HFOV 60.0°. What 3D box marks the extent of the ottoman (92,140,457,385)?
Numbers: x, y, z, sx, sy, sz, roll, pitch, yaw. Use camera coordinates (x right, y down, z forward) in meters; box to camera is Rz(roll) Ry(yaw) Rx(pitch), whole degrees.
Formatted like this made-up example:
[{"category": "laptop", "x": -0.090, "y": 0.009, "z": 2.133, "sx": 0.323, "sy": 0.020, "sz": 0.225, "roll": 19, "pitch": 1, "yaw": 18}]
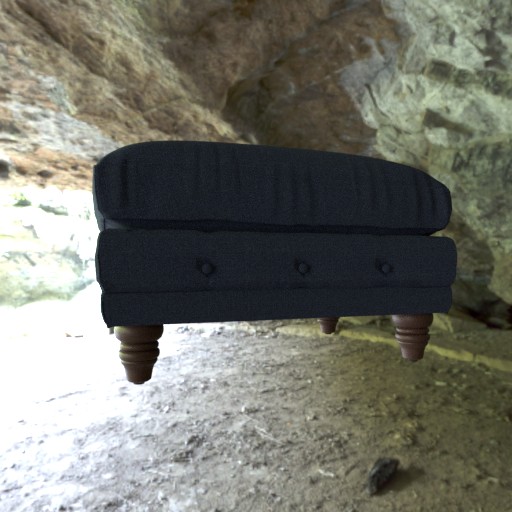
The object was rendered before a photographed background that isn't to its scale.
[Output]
[{"category": "ottoman", "x": 0.000, "y": 0.000, "z": 1.120, "sx": 0.767, "sy": 0.486, "sz": 0.558, "roll": 0, "pitch": -1, "yaw": -19}]
